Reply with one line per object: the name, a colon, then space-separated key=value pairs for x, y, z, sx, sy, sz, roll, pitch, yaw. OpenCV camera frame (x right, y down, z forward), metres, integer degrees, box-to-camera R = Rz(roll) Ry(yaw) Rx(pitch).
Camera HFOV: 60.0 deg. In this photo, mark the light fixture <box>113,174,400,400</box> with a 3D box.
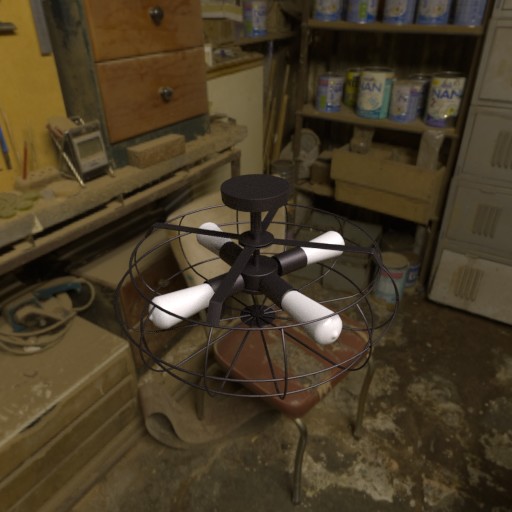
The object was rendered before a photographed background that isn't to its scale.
light fixture: x=0.000 y=0.000 z=0.916 sx=0.582 sy=0.311 sz=0.582 roll=0 pitch=31 yaw=0
